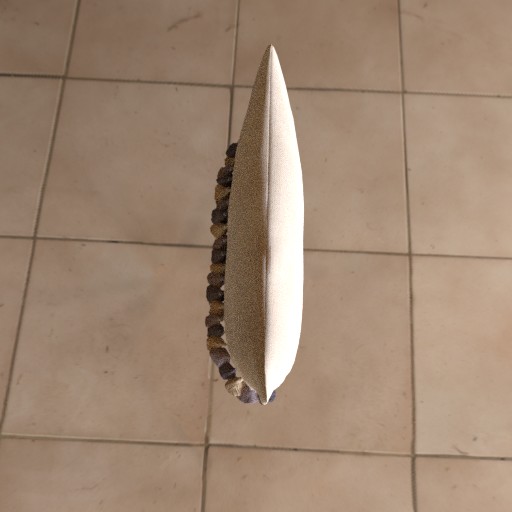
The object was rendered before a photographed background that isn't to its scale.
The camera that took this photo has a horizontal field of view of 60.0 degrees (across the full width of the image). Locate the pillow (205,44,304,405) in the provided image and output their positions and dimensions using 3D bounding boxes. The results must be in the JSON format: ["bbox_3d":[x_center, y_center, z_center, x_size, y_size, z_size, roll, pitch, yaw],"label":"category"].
[{"bbox_3d":[0.000,0.000,0.772,0.165,0.481,0.489,1,76,0],"label":"pillow"}]
